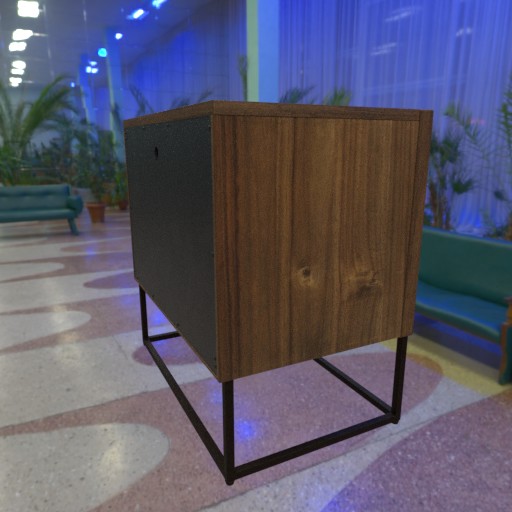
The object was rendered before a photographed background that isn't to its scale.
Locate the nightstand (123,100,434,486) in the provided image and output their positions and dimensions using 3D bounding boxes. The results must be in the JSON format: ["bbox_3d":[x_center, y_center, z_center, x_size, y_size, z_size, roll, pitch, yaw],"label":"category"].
[{"bbox_3d":[0.000,0.000,1.012,0.437,0.610,0.610,-7,16,-26],"label":"nightstand"}]
